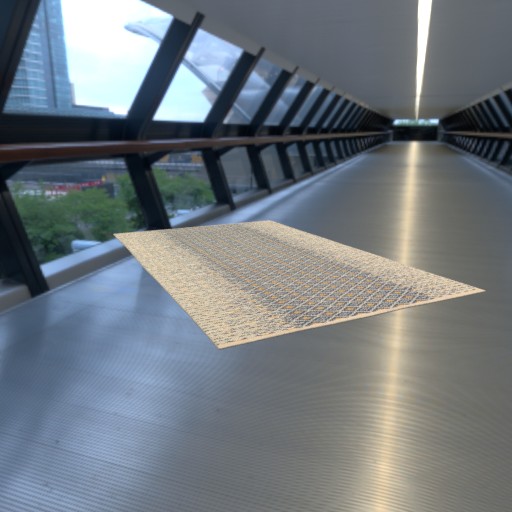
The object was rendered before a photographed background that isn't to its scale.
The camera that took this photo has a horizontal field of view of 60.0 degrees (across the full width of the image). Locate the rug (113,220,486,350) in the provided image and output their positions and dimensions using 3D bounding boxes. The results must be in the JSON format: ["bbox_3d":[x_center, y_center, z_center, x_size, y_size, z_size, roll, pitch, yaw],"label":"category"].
[{"bbox_3d":[0.000,0.000,3.104,1.541,0.008,2.448,-7,16,-26],"label":"rug"}]
